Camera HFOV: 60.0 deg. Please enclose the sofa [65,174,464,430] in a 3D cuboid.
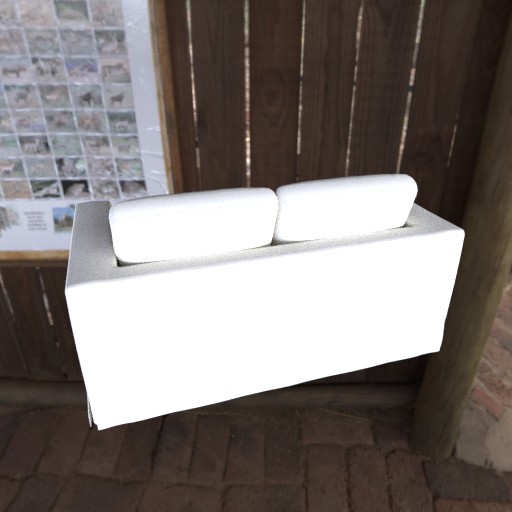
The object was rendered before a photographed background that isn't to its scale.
[{"bbox_3d":[0.000,0.000,2.370,1.813,0.932,1.009,-8,28,-16],"label":"sofa"}]
